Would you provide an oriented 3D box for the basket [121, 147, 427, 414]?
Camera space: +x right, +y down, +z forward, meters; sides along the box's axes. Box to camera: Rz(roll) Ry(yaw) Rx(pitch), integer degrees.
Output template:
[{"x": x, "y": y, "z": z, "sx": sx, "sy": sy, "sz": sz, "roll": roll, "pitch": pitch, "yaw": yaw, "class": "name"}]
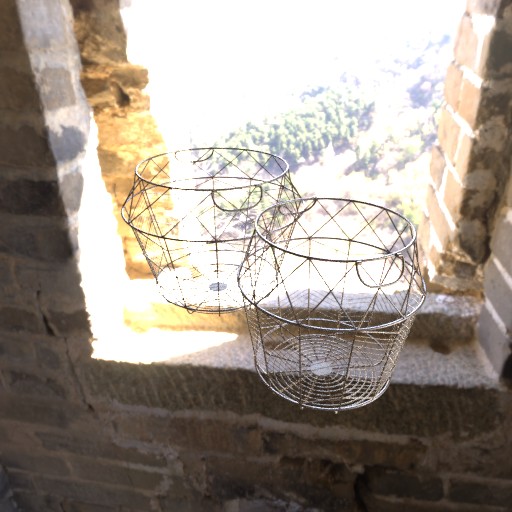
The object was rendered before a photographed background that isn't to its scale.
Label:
[{"x": 0.000, "y": 0.000, "z": 1.014, "sx": 0.451, "sy": 0.343, "sz": 0.805, "roll": -18, "pitch": 32, "yaw": -32, "class": "basket"}]
